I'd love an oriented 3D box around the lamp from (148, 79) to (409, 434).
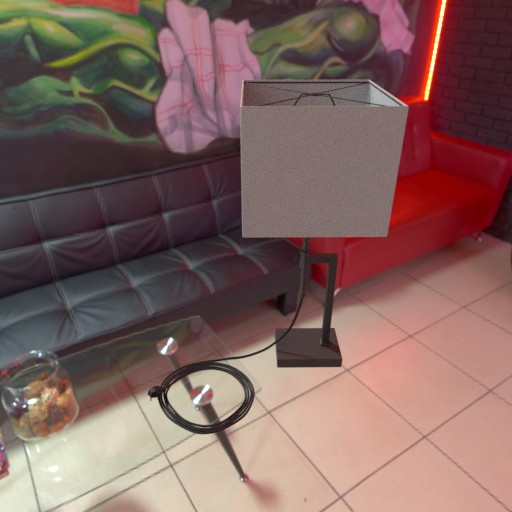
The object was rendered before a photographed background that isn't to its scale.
[{"bbox_3d":[0.000,0.000,0.963,0.504,0.660,0.399,0,30,-1],"label":"lamp"}]
